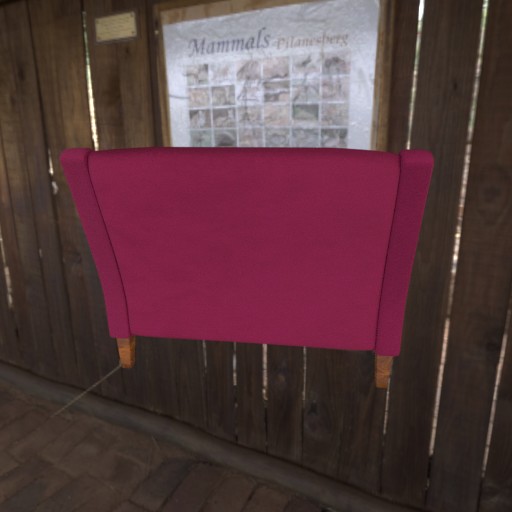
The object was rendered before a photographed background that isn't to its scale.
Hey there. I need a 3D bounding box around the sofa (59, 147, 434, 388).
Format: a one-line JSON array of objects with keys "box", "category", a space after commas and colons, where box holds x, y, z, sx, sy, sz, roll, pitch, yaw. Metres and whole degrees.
[{"box": [0.000, 0.000, 1.996, 1.242, 0.976, 0.946, 2, 16, 8], "category": "sofa"}]
